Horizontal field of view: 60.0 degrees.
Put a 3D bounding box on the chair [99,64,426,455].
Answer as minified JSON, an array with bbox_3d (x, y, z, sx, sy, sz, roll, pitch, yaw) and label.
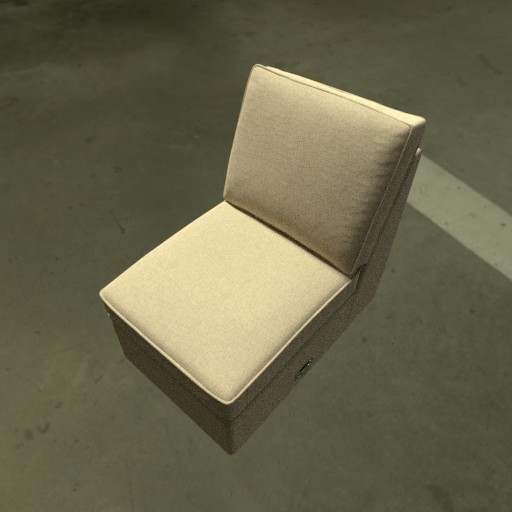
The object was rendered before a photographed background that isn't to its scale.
[{"bbox_3d":[0.000,0.000,1.540,0.621,0.970,0.938,33,55,27],"label":"chair"}]
